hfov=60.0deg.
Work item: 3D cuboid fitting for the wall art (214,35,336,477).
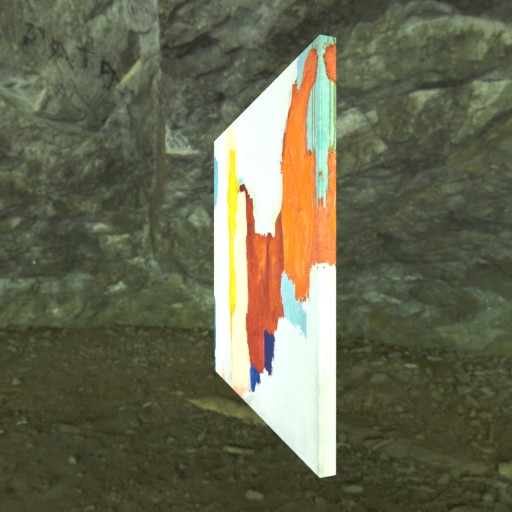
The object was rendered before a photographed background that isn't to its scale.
[{"bbox_3d":[0.000,0.000,1.502,0.044,1.017,1.017,0,0,-19],"label":"wall art"}]
